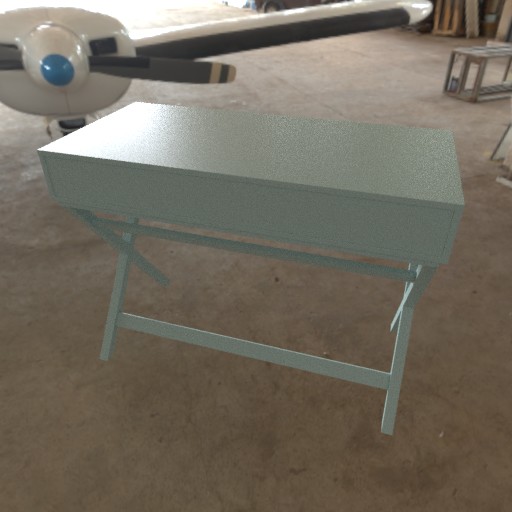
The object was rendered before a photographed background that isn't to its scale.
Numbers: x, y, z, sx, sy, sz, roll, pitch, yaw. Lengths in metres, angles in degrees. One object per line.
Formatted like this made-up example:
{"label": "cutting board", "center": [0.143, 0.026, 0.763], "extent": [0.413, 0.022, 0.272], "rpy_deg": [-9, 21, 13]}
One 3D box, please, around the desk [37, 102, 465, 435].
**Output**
{"label": "desk", "center": [0.000, 0.000, 1.455], "extent": [1.059, 0.780, 0.509], "rpy_deg": [10, 35, 15]}
